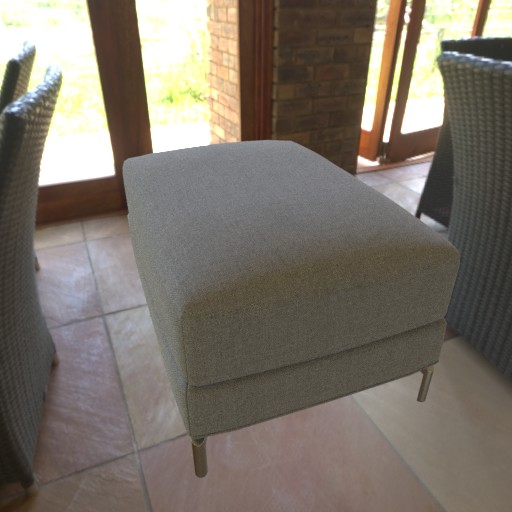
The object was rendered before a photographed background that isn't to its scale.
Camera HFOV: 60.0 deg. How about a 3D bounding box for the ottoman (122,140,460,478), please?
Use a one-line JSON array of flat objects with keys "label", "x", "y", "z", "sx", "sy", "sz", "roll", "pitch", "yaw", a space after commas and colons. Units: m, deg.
[{"label": "ottoman", "x": 0.000, "y": 0.000, "z": 1.166, "sx": 0.584, "sy": 0.457, "sz": 0.838, "roll": -11, "pitch": 32, "yaw": -18}]
